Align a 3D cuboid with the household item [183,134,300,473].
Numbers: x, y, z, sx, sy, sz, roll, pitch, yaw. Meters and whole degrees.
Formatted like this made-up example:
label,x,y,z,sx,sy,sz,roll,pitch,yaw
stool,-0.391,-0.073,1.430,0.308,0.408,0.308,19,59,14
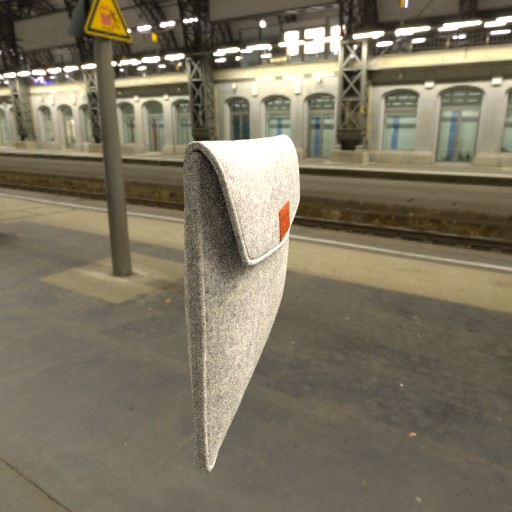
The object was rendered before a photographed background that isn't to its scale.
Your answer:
label,x,y,z,sx,sy,sz,roll,pitch,yaw
household item,0.000,0.000,0.425,0.057,0.221,0.335,3,16,11
